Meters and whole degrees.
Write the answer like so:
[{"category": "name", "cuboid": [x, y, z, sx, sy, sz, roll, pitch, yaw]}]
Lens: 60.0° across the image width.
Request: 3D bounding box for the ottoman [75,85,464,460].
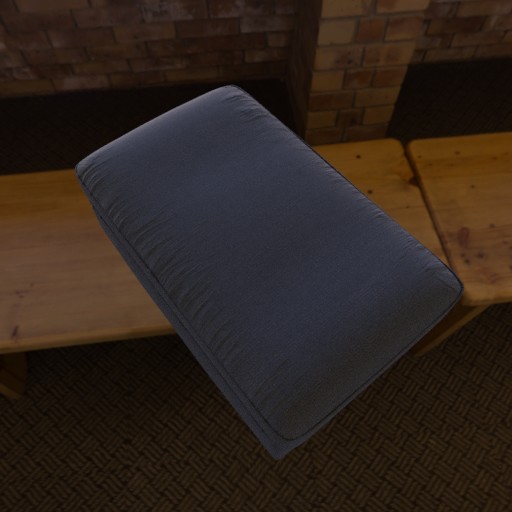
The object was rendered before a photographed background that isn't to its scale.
[{"category": "ottoman", "cuboid": [0.000, 0.000, 1.213, 0.570, 0.438, 0.885, -35, 66, -18]}]
